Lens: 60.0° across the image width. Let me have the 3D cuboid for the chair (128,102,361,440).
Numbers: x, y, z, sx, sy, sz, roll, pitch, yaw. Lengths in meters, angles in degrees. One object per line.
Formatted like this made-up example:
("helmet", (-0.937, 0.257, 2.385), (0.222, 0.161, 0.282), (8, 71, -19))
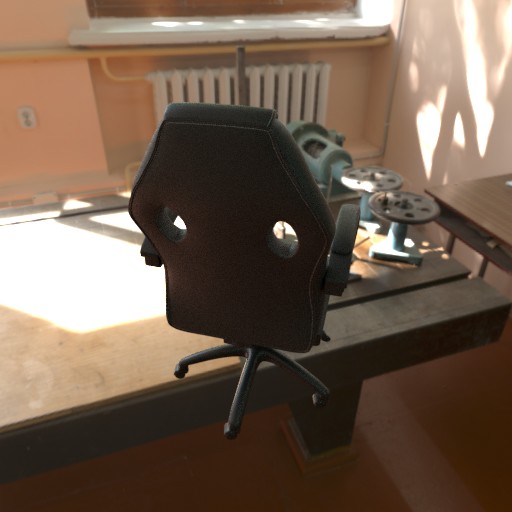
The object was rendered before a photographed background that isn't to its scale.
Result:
("chair", (0.000, 0.000, 1.572), (0.673, 1.187, 0.724), (8, 33, 13))
